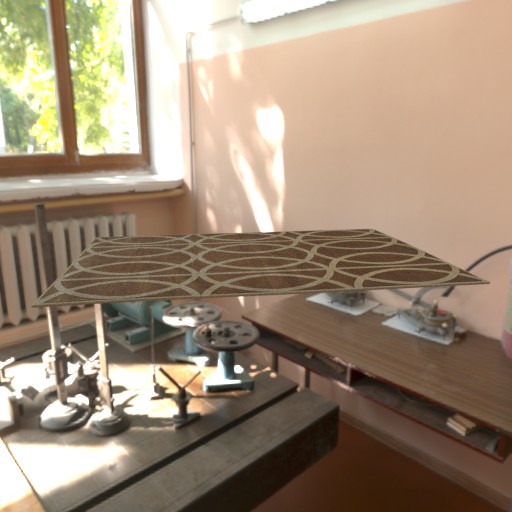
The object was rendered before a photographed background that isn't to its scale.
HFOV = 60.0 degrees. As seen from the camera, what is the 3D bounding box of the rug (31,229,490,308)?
[{"bbox_3d":[0.000,0.000,2.893,2.290,0.014,1.526,-2,14,-9],"label":"rug"}]
